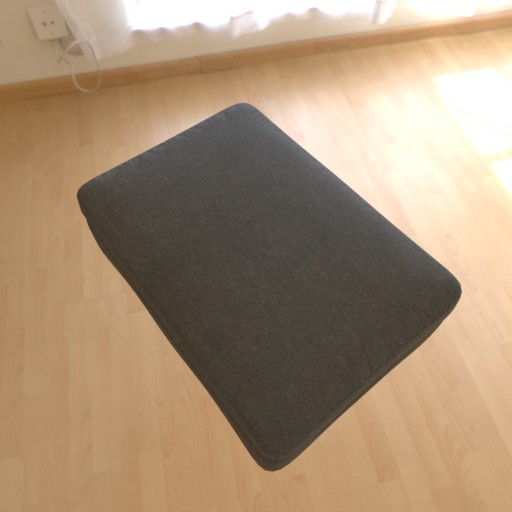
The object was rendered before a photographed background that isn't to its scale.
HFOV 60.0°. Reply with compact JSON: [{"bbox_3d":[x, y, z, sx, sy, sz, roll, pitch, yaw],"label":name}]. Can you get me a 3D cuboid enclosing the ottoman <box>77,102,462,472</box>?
[{"bbox_3d":[0.000,0.000,1.631,0.840,0.429,1.199,-34,64,-19],"label":"ottoman"}]
